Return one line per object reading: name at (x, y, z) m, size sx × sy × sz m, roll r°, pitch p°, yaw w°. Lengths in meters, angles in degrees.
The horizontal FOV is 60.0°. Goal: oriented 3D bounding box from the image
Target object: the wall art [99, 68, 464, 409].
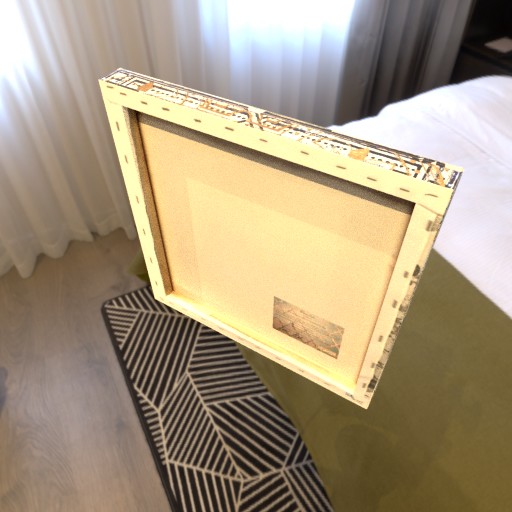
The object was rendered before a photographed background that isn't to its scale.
wall art at (0.000, 0.000, 0.604) m, size 0.411 × 0.410 × 0.038 m, roll 23°, pitch 50°, yaw 21°
